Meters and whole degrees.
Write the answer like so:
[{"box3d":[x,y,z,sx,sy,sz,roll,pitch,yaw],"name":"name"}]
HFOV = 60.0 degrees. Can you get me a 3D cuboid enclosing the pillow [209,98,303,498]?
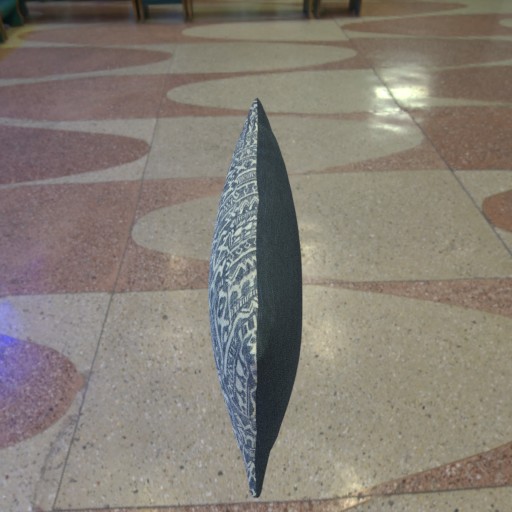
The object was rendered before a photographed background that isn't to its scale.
[{"box3d":[0.000,0.000,0.719,0.148,0.292,0.631,0,41,0],"name":"pillow"}]
